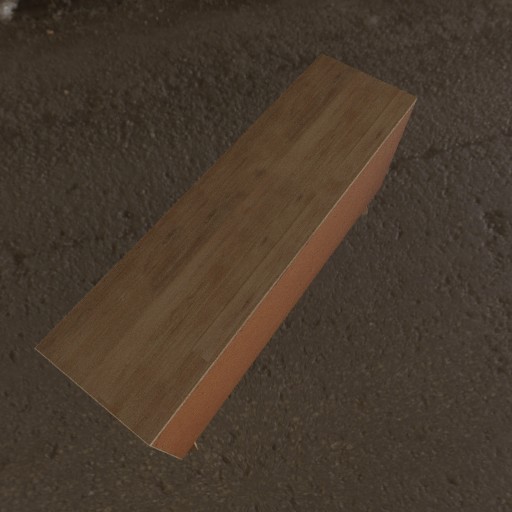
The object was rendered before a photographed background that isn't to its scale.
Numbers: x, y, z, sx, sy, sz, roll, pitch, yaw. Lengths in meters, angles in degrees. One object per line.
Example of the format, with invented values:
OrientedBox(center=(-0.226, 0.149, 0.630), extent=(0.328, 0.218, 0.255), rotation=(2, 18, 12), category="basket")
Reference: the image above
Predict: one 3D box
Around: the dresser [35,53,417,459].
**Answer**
OrientedBox(center=(0.000, 0.000, 1.896), extent=(0.455, 0.788, 1.602), rotation=(33, 67, 16), category="dresser")
